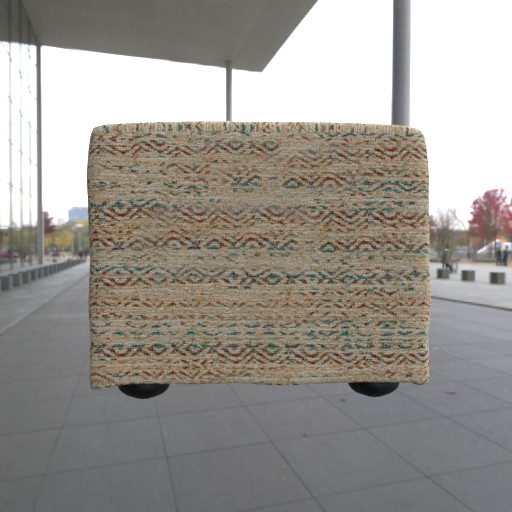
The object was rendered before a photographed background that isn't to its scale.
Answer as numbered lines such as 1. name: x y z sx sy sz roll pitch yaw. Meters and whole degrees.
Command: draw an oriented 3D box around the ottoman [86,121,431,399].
1. ottoman: 0.000 0.000 0.905 0.521 0.453 0.512 0 1 -1
